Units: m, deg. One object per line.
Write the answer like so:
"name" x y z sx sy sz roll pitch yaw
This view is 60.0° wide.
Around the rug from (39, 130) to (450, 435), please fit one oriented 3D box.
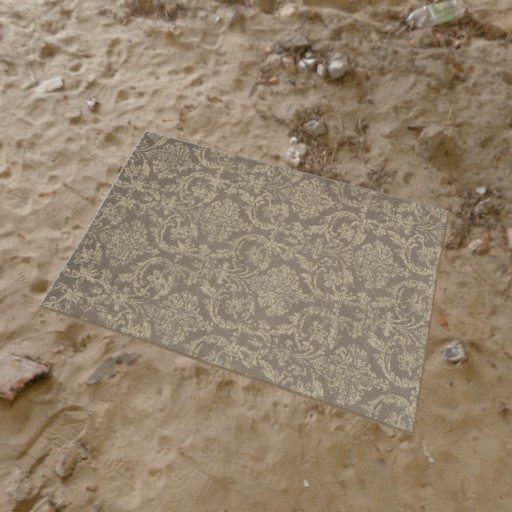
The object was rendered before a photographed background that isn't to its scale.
"rug" 0.000 0.000 3.445 2.746 0.018 1.819 17 63 9
